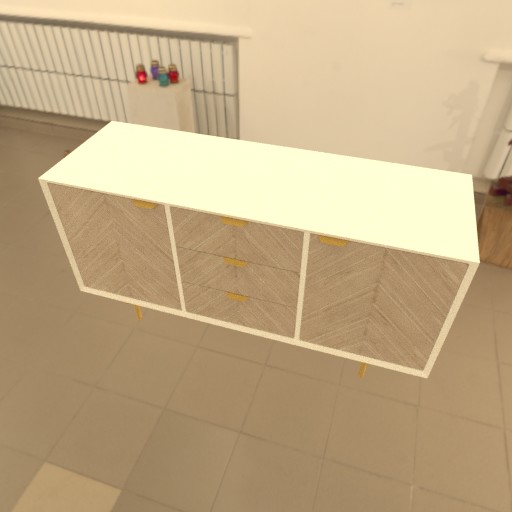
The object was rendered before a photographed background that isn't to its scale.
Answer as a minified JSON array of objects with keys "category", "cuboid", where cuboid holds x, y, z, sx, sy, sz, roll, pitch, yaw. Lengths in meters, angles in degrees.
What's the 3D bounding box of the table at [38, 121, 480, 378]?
[{"category":"table","cuboid":[0.000,0.000,1.869,1.500,0.769,0.508,12,43,13]}]
